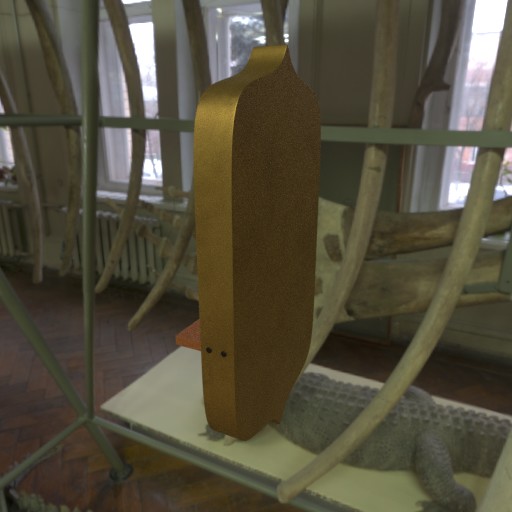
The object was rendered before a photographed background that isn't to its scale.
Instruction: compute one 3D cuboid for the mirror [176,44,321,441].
[{"bbox_3d":[0.000,0.000,0.712,0.096,0.613,0.323,9,20,25],"label":"mirror"}]
